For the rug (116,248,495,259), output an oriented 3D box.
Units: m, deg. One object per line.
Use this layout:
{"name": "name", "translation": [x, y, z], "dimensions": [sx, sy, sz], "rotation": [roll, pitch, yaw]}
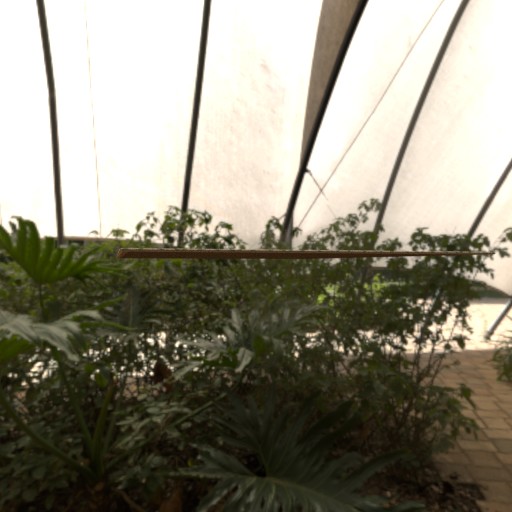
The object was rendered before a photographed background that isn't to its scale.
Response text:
{"name": "rug", "translation": [0.000, 0.000, 4.076], "dimensions": [2.441, 0.017, 3.050], "rotation": [0, -1, -18]}
